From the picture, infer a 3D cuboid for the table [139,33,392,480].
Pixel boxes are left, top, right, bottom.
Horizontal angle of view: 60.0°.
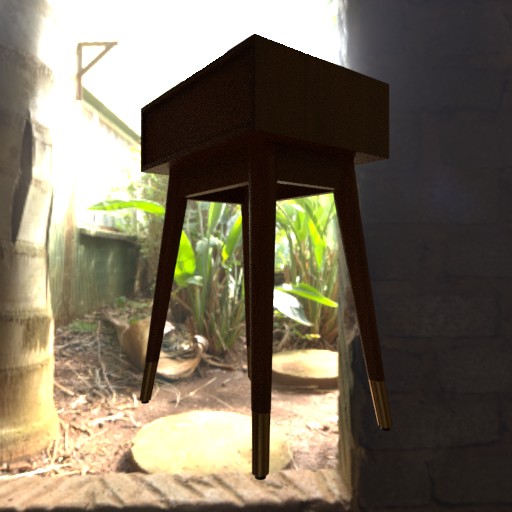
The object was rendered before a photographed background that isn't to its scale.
[{"bbox_3d":[0.000,0.000,0.836,0.300,0.599,0.406,0,0,-37],"label":"table"}]
